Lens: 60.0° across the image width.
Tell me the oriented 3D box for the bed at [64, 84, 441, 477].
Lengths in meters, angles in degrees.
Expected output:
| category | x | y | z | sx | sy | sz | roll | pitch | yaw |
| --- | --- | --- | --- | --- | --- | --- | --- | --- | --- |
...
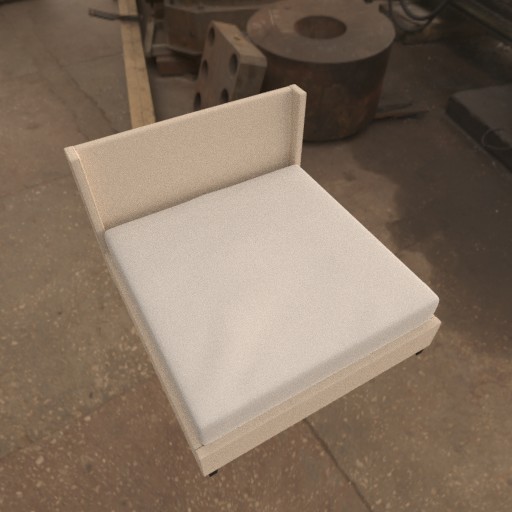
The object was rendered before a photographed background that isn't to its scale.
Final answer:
| category | x | y | z | sx | sy | sz | roll | pitch | yaw |
| --- | --- | --- | --- | --- | --- | --- | --- | --- | --- |
| bed | 0.000 | 0.000 | 3.648 | 2.145 | 1.471 | 2.293 | -23 | 51 | -20 |
